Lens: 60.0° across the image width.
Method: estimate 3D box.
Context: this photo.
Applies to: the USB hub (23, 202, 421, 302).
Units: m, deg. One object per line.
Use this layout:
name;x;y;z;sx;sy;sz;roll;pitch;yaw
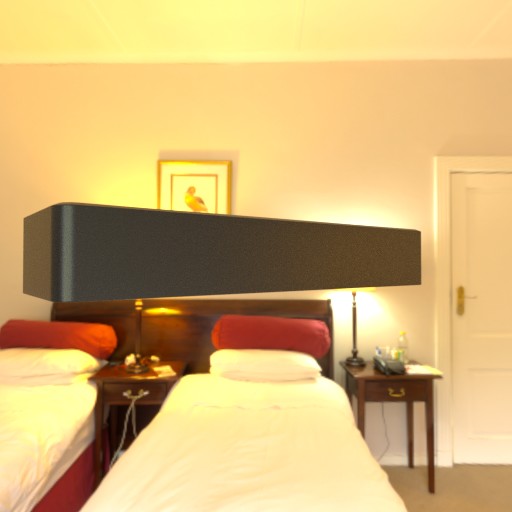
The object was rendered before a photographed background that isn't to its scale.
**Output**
USB hub;0.000;0.000;0.160;0.145;0.023;0.044;1;-1;-37
